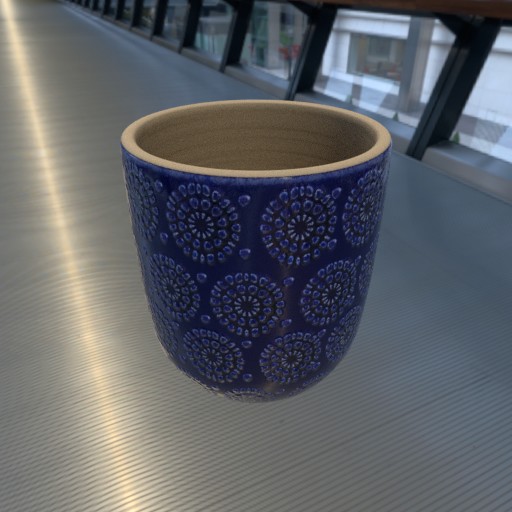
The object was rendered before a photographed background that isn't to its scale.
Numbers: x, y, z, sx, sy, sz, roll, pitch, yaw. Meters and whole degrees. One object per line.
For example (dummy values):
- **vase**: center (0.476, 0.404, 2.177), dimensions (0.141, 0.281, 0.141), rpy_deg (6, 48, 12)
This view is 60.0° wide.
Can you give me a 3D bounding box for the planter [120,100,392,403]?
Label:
- **planter**: center (0.000, 0.000, 0.357), dimensions (0.184, 0.206, 0.184), rpy_deg (0, 31, 0)
